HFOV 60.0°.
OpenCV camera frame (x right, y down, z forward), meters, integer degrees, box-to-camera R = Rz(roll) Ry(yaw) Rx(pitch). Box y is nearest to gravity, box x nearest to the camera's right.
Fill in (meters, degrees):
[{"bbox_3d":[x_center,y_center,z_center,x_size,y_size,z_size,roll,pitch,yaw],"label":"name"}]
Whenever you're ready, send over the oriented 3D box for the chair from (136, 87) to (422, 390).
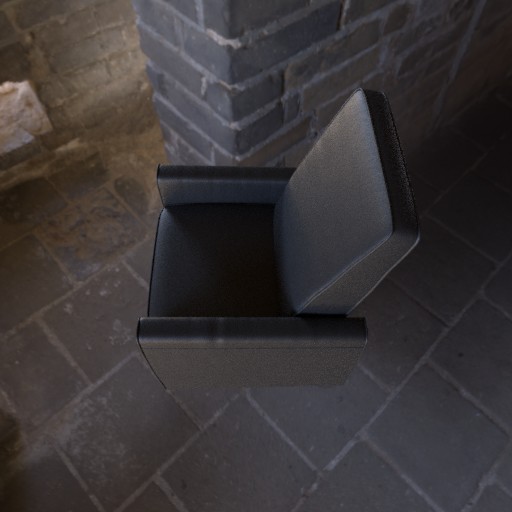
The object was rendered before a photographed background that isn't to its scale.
[{"bbox_3d":[0.000,0.000,1.534,0.746,1.013,0.705,-1,59,-1],"label":"chair"}]
